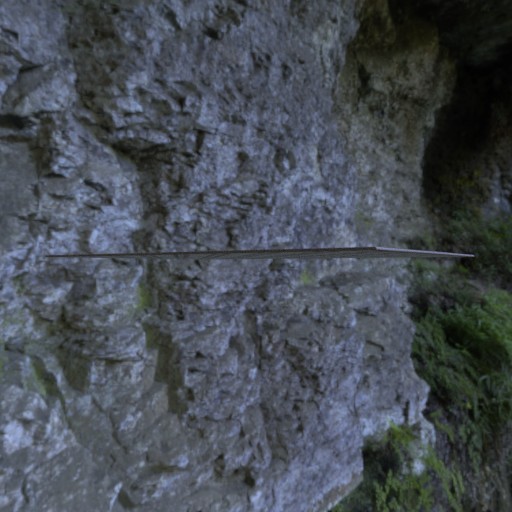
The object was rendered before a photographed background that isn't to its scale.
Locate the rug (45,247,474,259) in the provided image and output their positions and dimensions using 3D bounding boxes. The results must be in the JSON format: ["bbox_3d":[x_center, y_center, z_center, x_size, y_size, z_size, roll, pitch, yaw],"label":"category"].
[{"bbox_3d":[0.000,0.000,2.851,2.260,0.013,1.600,-1,-1,37],"label":"rug"}]
